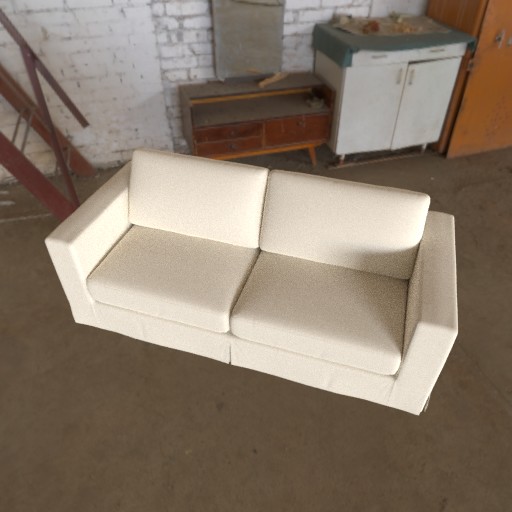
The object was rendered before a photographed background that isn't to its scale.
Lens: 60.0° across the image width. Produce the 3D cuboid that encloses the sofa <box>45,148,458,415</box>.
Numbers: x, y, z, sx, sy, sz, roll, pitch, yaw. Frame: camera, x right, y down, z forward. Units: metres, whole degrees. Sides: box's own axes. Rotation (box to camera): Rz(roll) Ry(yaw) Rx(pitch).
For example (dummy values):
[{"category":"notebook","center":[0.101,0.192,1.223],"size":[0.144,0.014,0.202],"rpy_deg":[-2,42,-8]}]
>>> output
[{"category":"sofa","center":[0.000,0.000,2.631],"size":[2.163,0.881,0.954],"rpy_deg":[12,42,13]}]
